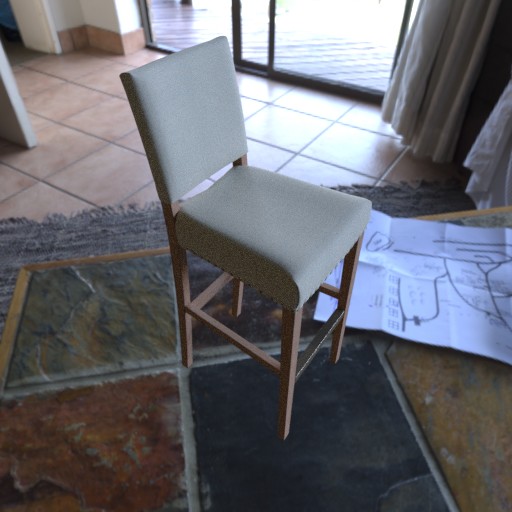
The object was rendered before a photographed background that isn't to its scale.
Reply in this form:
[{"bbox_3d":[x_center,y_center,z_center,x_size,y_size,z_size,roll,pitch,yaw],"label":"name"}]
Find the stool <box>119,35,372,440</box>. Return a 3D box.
[{"bbox_3d":[0.000,0.000,1.404,0.546,1.143,0.428,25,47,25],"label":"stool"}]
